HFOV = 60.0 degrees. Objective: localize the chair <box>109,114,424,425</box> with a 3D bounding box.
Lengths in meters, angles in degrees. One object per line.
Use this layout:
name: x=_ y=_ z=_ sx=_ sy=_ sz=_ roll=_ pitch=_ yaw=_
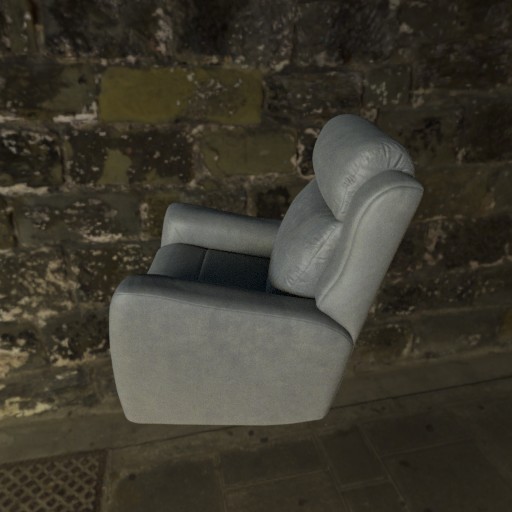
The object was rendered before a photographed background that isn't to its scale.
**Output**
chair: x=0.000 y=0.000 z=1.927 sx=1.068 sy=1.116 sz=0.965 roll=1 pitch=26 yaw=2
